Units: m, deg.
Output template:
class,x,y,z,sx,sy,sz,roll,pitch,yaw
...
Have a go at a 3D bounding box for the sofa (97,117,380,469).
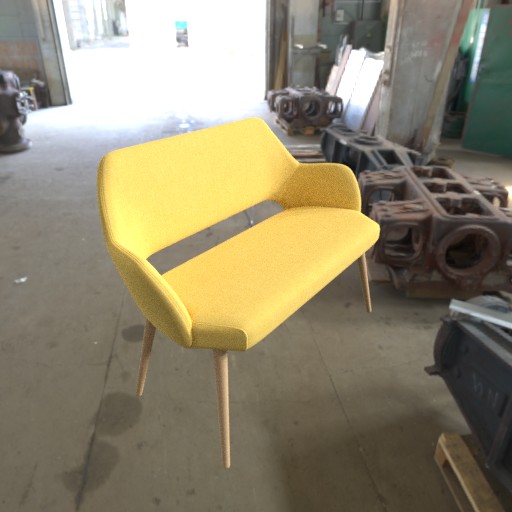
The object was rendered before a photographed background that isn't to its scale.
class,x,y,z,sx,sy,sz,roll,pitch,yaw
sofa,0.000,0.000,1.647,0.610,0.840,1.150,19,33,32
